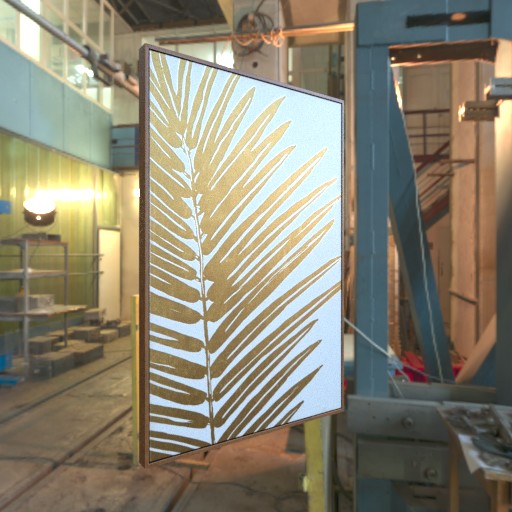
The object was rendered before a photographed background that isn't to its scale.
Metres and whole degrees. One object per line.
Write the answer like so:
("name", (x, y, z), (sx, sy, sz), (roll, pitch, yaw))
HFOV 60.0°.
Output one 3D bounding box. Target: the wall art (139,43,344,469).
("wall art", (0.000, 0.000, 1.142), (0.610, 0.914, 0.037), (0, 0, -36))
